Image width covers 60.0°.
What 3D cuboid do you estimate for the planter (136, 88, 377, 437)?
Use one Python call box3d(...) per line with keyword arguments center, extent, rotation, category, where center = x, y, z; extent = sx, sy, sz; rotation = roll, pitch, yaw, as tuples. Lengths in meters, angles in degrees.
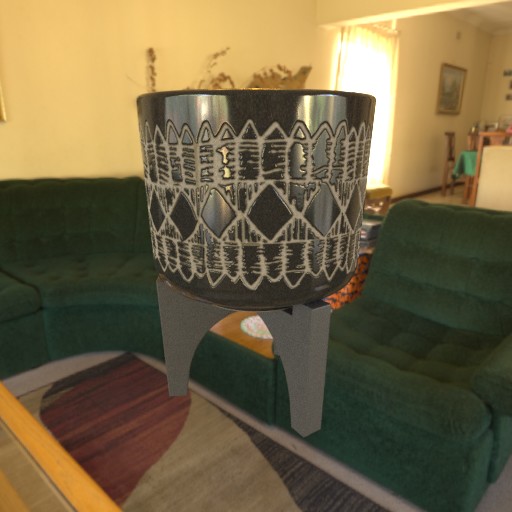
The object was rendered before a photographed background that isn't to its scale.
box3d(center=(0.000, 0.000, 0.525), extent=(0.251, 0.355, 0.251), rotation=(8, 18, 24), category="planter")
